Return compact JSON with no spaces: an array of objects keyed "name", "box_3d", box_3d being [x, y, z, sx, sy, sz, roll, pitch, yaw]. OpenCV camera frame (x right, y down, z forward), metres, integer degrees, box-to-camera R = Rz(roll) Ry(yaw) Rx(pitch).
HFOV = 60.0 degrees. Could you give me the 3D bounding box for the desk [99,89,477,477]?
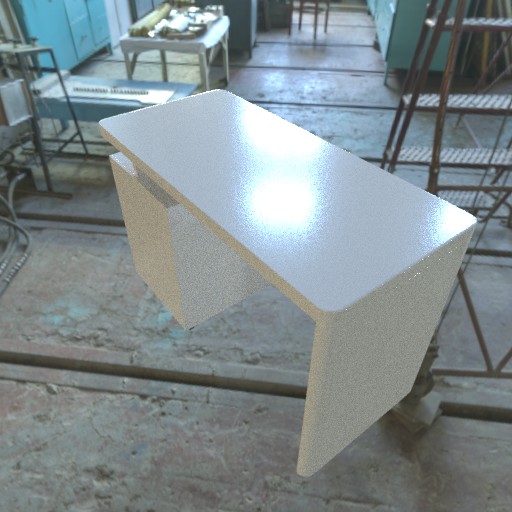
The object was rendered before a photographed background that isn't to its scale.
[{"name":"desk","box_3d":[0.000,0.000,1.615,0.550,0.760,1.200,-26,47,-28]}]
